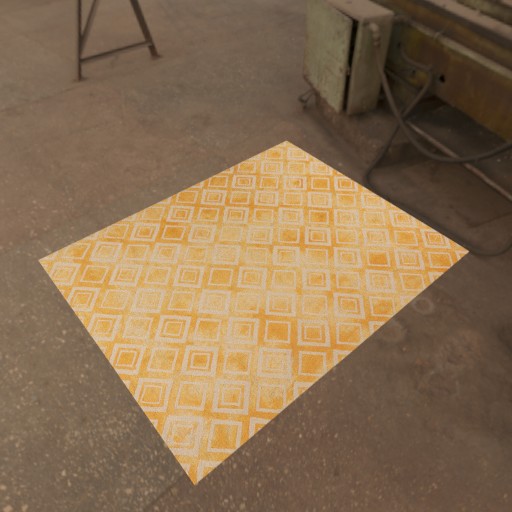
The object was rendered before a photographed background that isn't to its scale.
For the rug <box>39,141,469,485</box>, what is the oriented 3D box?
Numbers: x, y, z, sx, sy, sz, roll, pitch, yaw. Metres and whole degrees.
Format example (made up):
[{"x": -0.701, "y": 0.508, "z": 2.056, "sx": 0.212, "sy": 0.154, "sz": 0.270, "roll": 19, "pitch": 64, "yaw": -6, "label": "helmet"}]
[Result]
[{"x": 0.000, "y": 0.000, "z": 3.991, "sx": 3.037, "sy": 0.011, "sz": 2.433, "roll": -32, "pitch": 54, "yaw": -27, "label": "rug"}]
